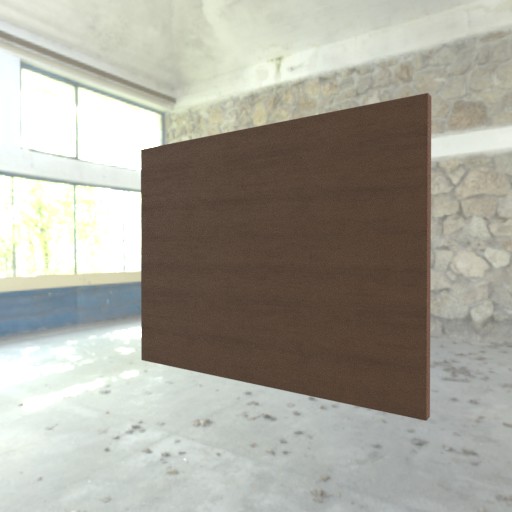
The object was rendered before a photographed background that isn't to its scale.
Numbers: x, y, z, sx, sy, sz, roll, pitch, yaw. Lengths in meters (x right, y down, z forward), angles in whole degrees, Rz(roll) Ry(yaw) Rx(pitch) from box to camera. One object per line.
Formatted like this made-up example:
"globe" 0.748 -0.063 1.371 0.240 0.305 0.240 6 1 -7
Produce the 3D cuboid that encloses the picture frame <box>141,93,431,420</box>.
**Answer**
"picture frame" 0.000 0.000 1.774 1.329 1.018 0.045 0 1 35
